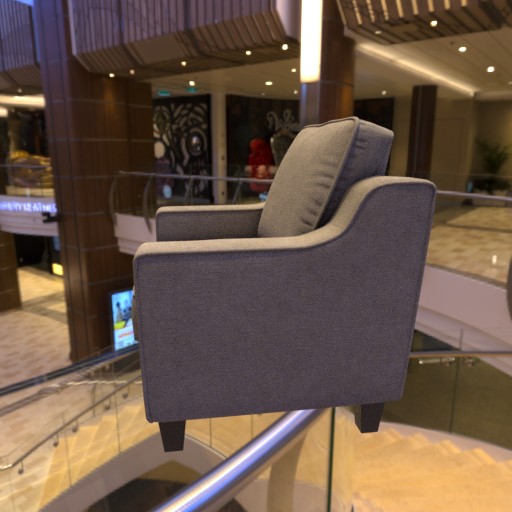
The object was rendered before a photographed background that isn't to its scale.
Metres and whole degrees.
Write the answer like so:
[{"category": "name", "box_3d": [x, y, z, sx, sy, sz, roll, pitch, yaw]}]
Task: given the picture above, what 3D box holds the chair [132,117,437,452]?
[{"category": "chair", "box_3d": [0.000, 0.000, 1.617, 0.840, 0.944, 0.926, -2, 14, -8]}]
